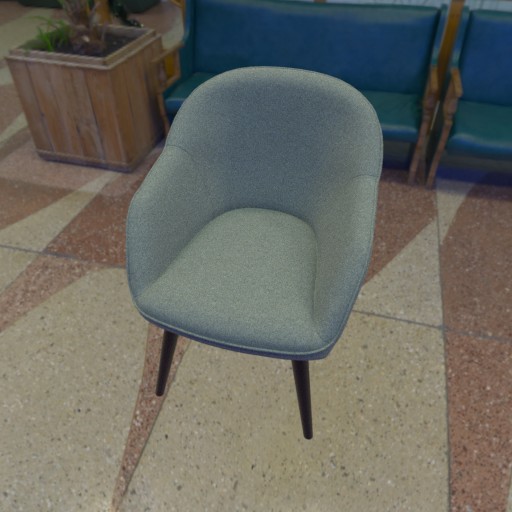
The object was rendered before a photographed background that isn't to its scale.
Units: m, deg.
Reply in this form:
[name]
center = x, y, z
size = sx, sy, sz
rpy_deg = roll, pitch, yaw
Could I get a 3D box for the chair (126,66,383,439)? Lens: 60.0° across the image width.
[chair]
center = 0.000, 0.000, 1.214
size = 0.589, 0.810, 0.611
rpy_deg = 11, 43, 13
